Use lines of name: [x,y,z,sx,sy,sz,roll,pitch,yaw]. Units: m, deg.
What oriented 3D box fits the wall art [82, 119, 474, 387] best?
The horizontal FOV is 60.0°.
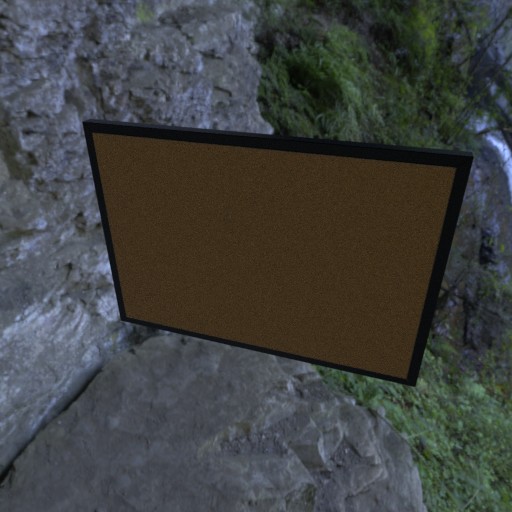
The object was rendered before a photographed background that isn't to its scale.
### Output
wall art: [0.000,0.000,0.841,0.657,0.458,0.027,9,32,16]
